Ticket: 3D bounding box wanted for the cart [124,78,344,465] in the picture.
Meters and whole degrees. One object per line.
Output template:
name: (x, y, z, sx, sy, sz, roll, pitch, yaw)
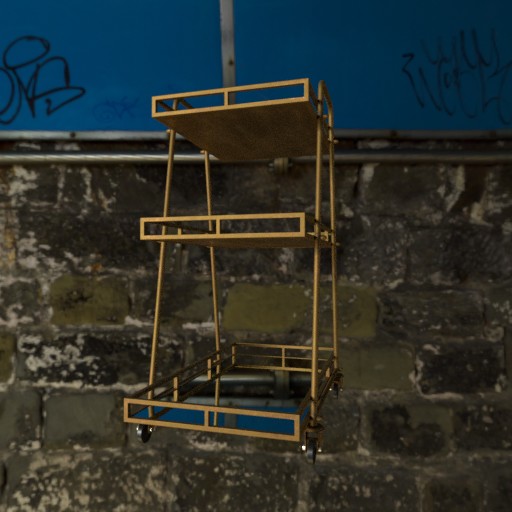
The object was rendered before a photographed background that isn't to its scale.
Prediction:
cart: (0.000, 0.000, 1.241, 0.441, 0.883, 0.711, 0, -1, 16)
